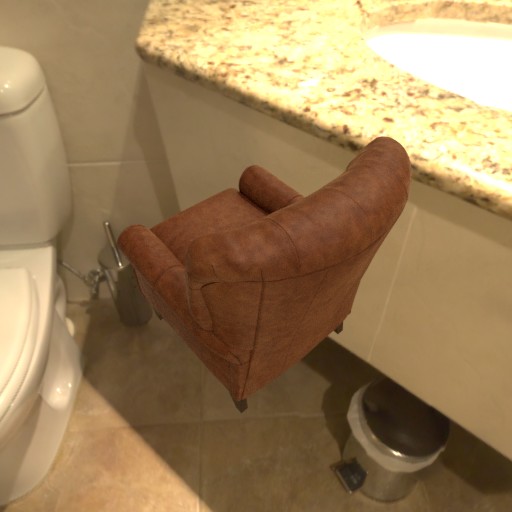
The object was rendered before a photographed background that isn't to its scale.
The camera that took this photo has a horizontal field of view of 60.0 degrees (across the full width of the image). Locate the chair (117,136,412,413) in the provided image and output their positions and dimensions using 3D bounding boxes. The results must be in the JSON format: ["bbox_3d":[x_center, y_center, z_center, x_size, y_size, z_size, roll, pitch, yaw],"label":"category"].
[{"bbox_3d":[0.000,0.000,1.950,0.951,1.164,1.059,-32,54,-27],"label":"chair"}]
